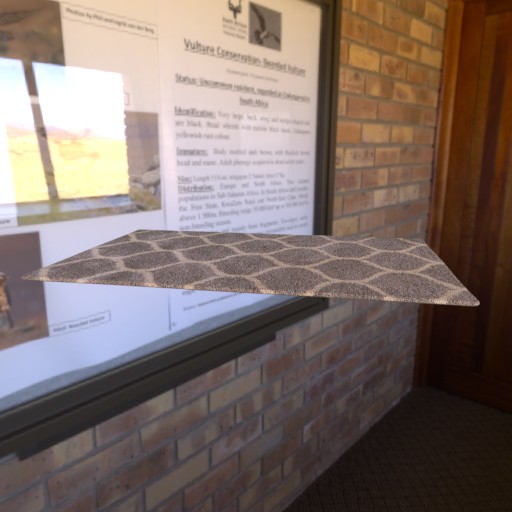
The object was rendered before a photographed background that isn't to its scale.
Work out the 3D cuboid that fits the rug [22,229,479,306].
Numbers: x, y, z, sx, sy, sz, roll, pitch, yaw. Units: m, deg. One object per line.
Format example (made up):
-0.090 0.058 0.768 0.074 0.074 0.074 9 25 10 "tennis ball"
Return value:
0.000 0.000 2.934 2.348 0.025 1.501 2 14 10 "rug"
